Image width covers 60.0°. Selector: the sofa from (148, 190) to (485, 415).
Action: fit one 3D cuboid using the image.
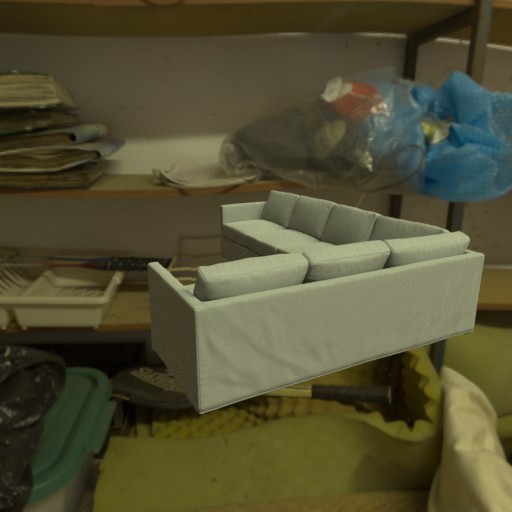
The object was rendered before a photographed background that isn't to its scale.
[{"bbox_3d":[0.000,0.000,4.350,2.432,0.871,3.182,-8,18,-26],"label":"sofa"}]
